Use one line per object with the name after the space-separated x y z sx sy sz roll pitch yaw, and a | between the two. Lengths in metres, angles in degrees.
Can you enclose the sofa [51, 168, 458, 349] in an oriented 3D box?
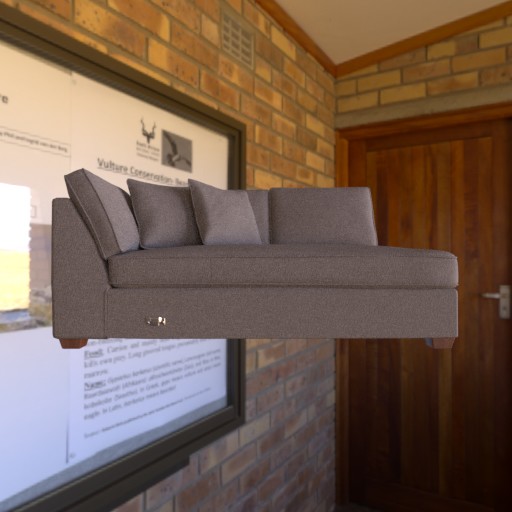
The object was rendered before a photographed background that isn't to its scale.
0.000 0.000 2.912 2.237 1.033 1.110 0 -1 -1 | sofa
